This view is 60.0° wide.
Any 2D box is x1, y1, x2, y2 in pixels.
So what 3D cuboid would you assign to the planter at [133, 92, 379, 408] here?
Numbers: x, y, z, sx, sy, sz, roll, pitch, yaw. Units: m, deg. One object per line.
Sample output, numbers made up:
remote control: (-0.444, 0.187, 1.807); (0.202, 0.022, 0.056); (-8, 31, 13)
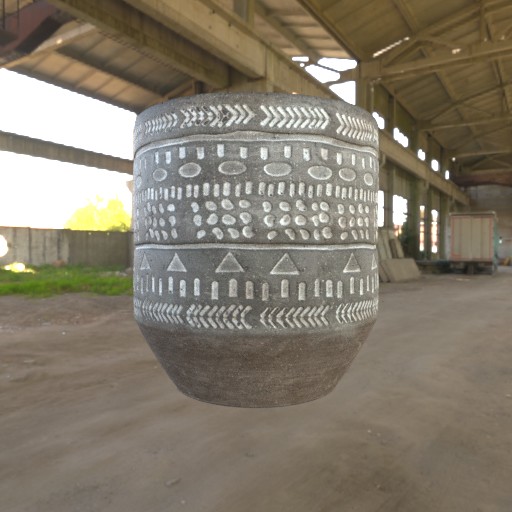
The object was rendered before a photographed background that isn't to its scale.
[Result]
planter: (0.000, 0.000, 0.228); (0.122, 0.128, 0.122); (0, 1, 0)
